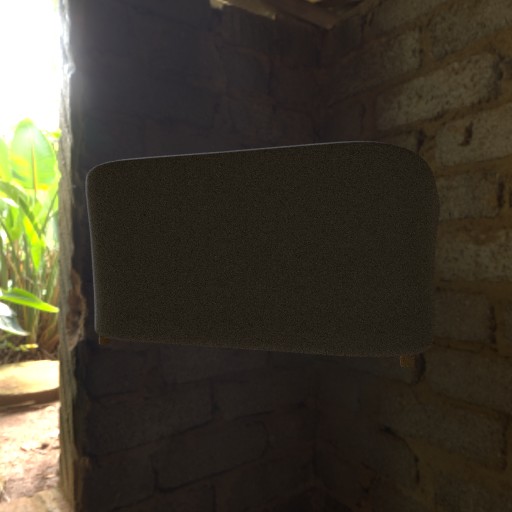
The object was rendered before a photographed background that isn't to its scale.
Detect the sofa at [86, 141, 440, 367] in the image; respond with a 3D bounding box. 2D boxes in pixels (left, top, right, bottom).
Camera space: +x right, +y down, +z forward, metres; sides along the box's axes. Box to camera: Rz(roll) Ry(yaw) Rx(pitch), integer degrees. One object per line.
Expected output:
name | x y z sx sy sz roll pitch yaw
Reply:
sofa | 0.000 0.000 1.827 1.452 0.721 0.705 0 0 18
